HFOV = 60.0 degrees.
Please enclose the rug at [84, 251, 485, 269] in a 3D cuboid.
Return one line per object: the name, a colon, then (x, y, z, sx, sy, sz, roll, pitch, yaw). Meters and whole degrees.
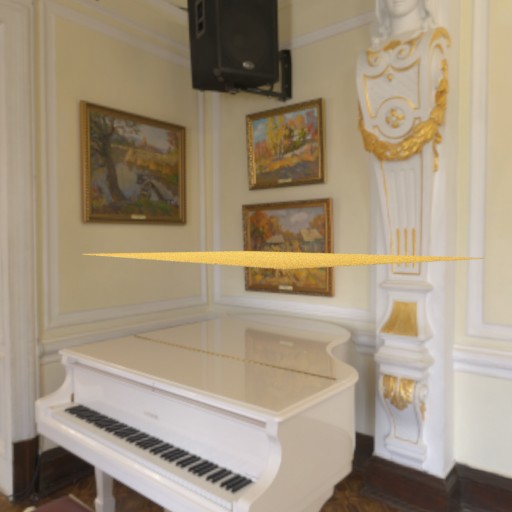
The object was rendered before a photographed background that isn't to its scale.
rug: (0.000, 0.000, 3.764, 1.981, 0.006, 2.895, -2, 2, -39)
